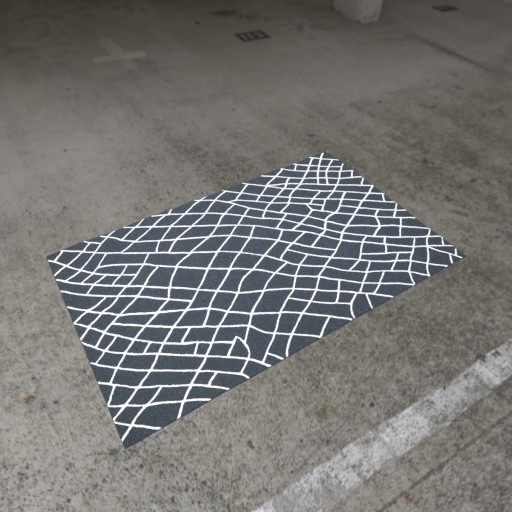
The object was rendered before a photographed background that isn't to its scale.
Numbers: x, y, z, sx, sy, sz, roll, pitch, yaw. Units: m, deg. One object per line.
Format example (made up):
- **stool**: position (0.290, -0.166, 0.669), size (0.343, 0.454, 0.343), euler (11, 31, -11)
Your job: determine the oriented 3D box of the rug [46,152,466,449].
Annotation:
- **rug**: position (0.000, 0.000, 3.039), size (2.448, 0.017, 1.529), euler (-24, 51, -22)
